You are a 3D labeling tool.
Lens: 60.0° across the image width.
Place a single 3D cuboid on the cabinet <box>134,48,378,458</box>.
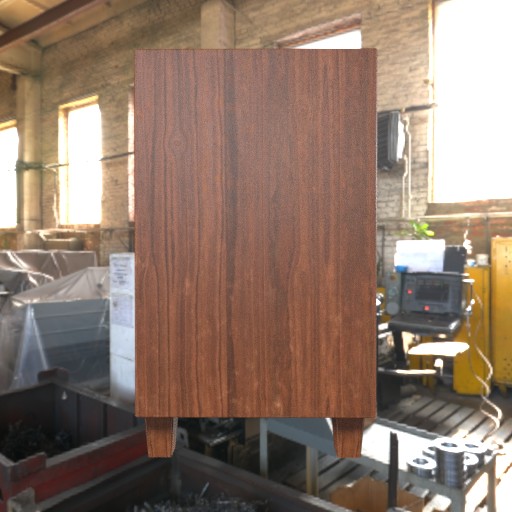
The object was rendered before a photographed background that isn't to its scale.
[{"bbox_3d":[0.000,0.000,1.040,0.410,0.695,0.607,0,1,1],"label":"cabinet"}]
